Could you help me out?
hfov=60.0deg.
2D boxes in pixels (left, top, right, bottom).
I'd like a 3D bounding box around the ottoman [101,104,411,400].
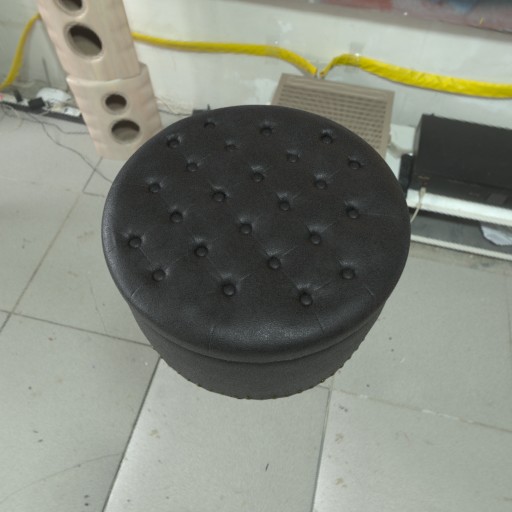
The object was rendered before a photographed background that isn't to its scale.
[{"bbox_3d":[0.000,0.000,1.081,0.637,0.442,0.637,0,58,0],"label":"ottoman"}]
